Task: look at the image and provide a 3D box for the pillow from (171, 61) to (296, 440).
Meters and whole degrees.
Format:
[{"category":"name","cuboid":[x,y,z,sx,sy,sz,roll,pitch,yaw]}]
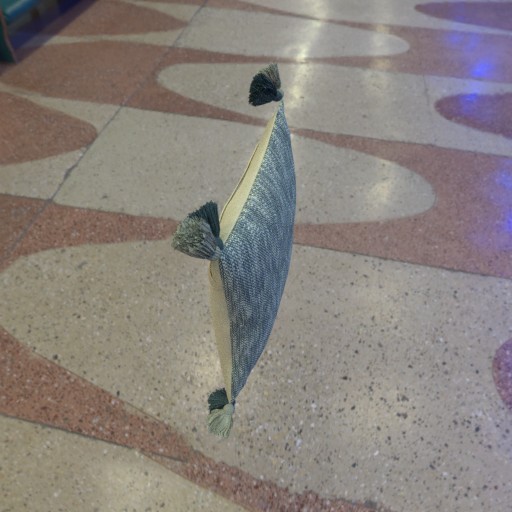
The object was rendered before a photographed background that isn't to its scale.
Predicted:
[{"category":"pillow","cuboid":[0.000,0.000,0.961,0.138,0.634,0.614,10,48,9]}]
